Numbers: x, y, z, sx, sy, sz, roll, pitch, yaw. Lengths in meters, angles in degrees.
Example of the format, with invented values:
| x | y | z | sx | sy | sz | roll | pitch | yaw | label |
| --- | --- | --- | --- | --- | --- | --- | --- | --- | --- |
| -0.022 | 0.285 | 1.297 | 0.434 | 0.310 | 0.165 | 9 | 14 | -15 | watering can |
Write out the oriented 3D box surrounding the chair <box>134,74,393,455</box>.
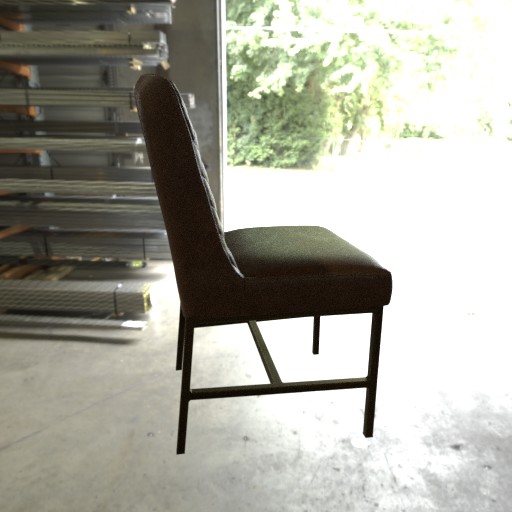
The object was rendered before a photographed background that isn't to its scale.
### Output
| x | y | z | sx | sy | sz | roll | pitch | yaw | label |
| --- | --- | --- | --- | --- | --- | --- | --- | --- | --- |
| 0.000 | 0.000 | 1.231 | 0.587 | 0.889 | 0.508 | -3 | 16 | -10 | chair |
